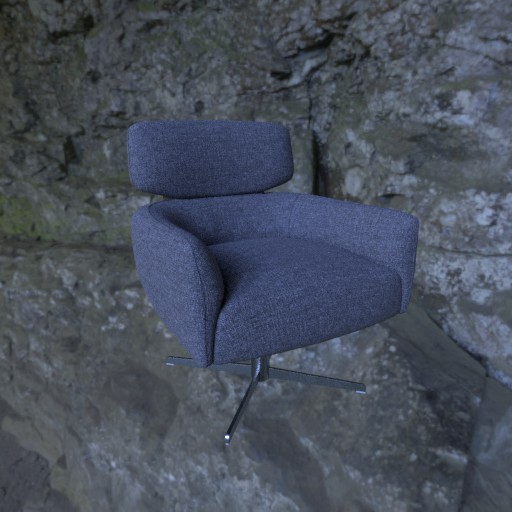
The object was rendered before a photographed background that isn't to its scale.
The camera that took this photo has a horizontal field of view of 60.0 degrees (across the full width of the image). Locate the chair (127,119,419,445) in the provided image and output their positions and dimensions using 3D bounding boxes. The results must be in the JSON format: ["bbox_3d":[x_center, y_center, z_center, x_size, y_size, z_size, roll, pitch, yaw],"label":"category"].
[{"bbox_3d":[0.000,0.000,1.362,0.706,0.812,0.715,-9,18,-28],"label":"chair"}]
